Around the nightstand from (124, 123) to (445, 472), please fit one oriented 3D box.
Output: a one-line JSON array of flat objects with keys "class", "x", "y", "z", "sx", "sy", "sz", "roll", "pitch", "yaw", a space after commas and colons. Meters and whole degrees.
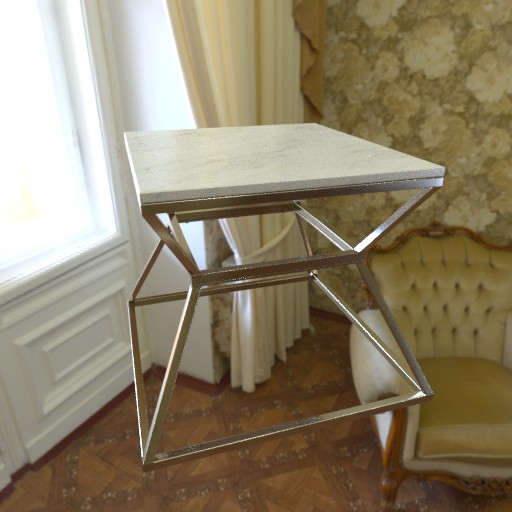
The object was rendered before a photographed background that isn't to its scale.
[{"class": "nightstand", "x": 0.000, "y": 0.000, "z": 0.872, "sx": 0.514, "sy": 0.426, "sz": 0.513, "roll": -7, "pitch": 26, "yaw": -16}]
